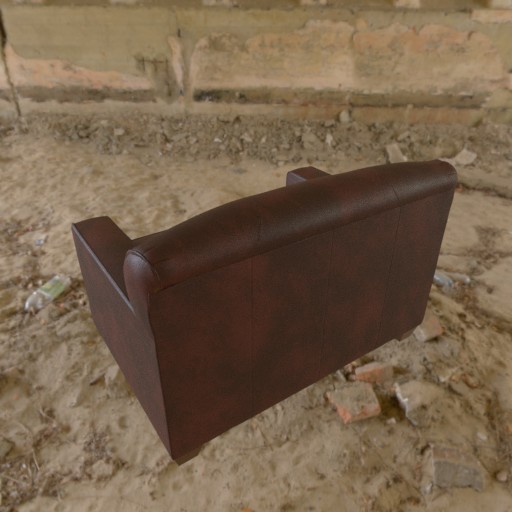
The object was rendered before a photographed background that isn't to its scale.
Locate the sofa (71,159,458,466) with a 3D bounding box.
[{"bbox_3d":[0.000,0.000,2.036,1.413,0.956,1.000,-19,35,-29],"label":"sofa"}]
